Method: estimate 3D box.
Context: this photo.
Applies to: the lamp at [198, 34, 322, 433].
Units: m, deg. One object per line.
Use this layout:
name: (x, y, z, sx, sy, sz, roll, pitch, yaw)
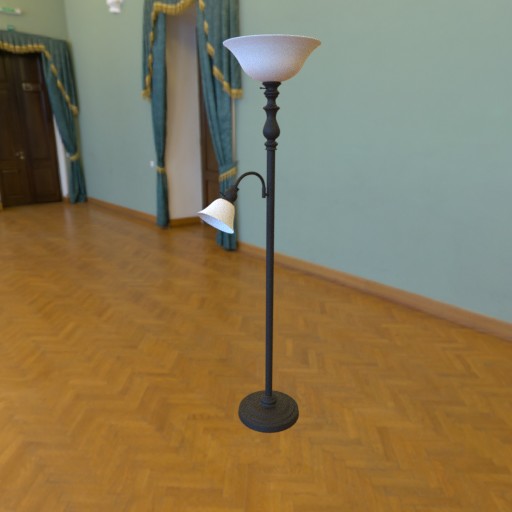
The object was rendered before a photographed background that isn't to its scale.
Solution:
lamp: (0.000, 0.000, 2.030, 0.588, 1.793, 0.405, -15, 23, -41)
